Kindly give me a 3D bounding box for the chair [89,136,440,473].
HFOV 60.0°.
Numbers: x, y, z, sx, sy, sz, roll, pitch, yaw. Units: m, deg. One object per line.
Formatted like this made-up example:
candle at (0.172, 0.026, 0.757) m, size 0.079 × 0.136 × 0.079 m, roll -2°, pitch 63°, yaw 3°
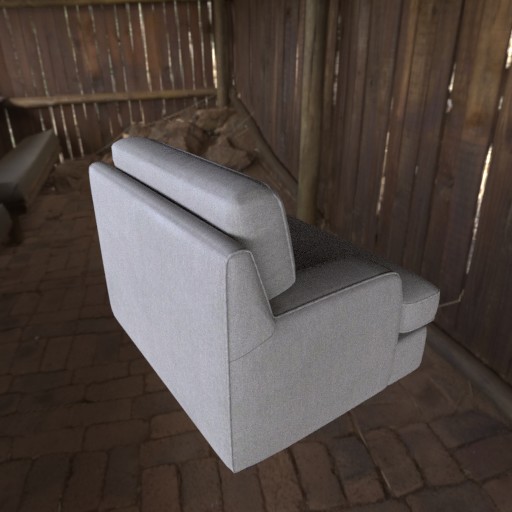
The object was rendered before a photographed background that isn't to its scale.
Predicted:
chair at (0.000, 0.000, 1.966) m, size 1.043 × 0.974 × 1.270 m, roll -17°, pitch 30°, yaw -31°
